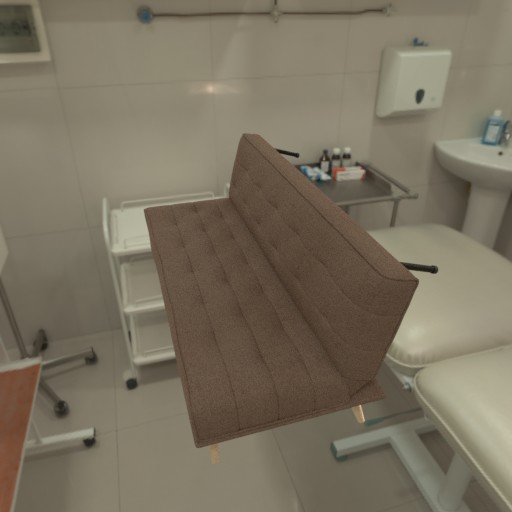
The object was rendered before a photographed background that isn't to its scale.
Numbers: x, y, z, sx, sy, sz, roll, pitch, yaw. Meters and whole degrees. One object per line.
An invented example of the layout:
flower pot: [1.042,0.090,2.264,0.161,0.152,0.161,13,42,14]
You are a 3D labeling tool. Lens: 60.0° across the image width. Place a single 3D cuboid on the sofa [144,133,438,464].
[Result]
sofa: [0.000,0.000,2.357,1.038,0.810,1.820,-9,32,-15]
